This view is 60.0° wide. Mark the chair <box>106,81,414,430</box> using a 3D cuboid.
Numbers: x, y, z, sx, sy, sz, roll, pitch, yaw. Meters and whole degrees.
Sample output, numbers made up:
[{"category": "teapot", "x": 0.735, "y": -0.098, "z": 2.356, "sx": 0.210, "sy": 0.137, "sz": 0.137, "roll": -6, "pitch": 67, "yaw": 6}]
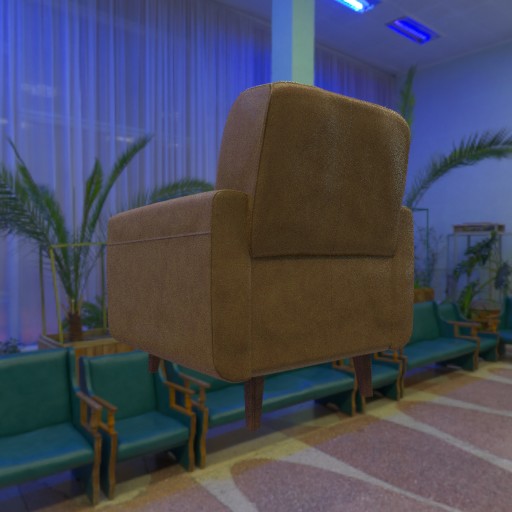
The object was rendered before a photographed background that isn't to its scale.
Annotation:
[{"category": "chair", "x": 0.000, "y": 0.000, "z": 1.659, "sx": 0.845, "sy": 0.968, "sz": 0.942, "roll": 0, "pitch": 1, "yaw": -36}]
